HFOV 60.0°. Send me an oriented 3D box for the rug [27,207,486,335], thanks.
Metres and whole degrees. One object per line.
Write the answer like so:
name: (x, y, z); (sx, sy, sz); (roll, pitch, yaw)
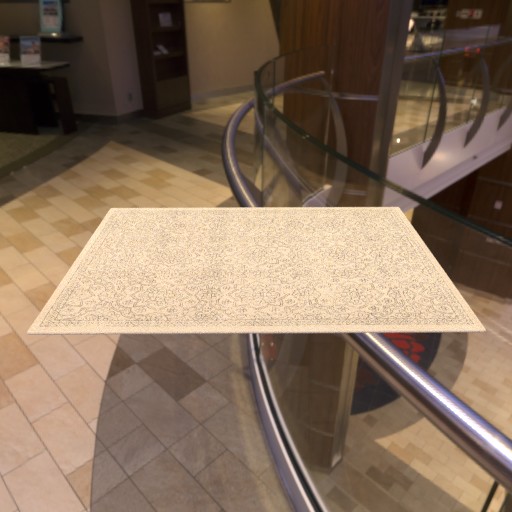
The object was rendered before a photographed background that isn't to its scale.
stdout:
rug: (0.000, 0.000, 2.286); (1.829, 0.010, 1.219); (0, 30, 0)
